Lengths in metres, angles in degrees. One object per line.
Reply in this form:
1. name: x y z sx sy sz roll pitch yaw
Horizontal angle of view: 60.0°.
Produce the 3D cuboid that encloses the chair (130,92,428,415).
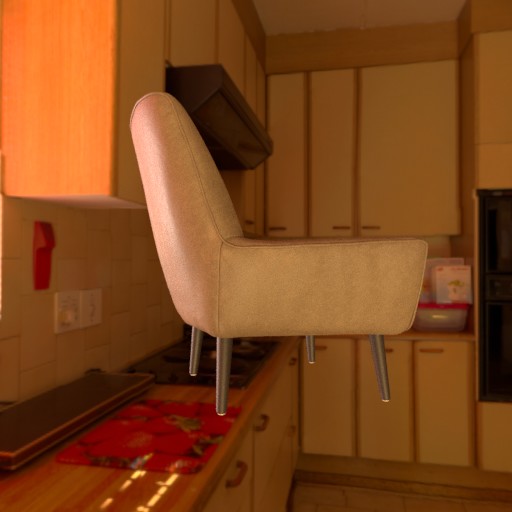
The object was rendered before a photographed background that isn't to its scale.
1. chair: 0.000 0.000 1.505 0.824 0.888 0.787 0 0 -18
